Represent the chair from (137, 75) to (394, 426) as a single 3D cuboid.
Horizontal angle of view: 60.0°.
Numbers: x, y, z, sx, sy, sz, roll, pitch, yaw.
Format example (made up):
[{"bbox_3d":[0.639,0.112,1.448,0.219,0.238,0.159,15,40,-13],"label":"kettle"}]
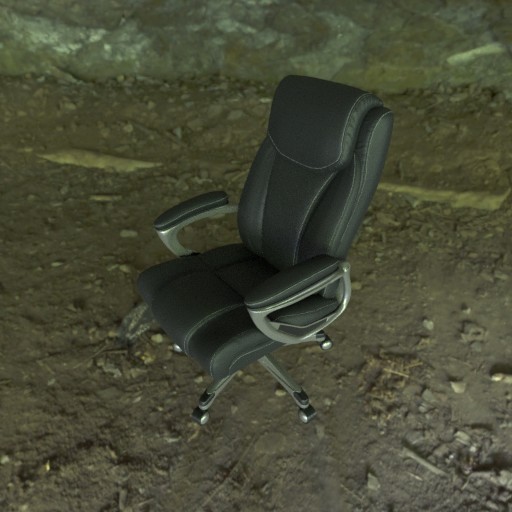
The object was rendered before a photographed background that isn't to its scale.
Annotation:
[{"bbox_3d":[0.000,0.000,1.656,0.784,1.167,0.741,-22,39,-31],"label":"chair"}]
